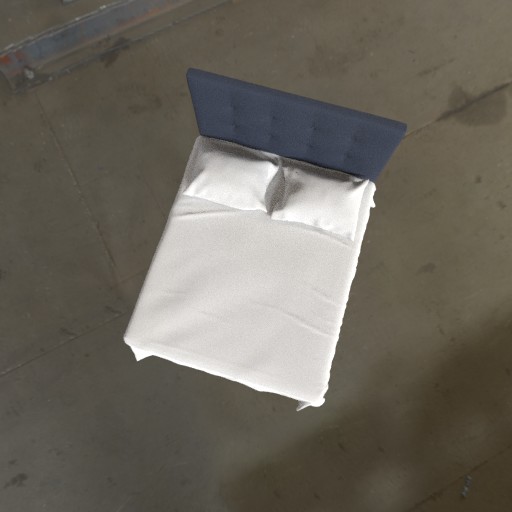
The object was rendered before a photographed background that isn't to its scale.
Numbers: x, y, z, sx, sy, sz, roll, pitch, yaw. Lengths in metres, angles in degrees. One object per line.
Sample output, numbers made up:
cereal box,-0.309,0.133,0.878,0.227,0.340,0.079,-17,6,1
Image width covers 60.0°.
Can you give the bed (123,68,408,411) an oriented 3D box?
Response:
bed,0.000,0.000,3.656,1.936,1.577,2.222,16,76,4
